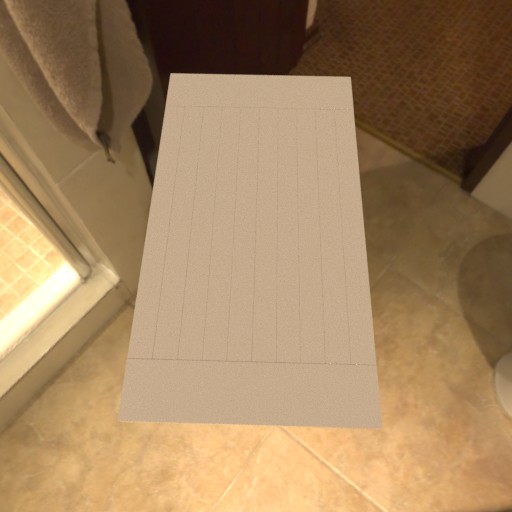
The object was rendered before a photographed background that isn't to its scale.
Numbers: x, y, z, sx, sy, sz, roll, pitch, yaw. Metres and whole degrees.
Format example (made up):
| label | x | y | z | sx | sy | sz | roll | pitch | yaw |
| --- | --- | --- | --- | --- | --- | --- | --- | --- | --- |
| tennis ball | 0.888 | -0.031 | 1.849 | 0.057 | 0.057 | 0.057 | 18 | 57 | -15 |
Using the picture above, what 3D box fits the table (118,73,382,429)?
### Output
| label | x | y | z | sx | sy | sz | roll | pitch | yaw |
| --- | --- | --- | --- | --- | --- | --- | --- | --- | --- |
| table | 0.000 | 0.000 | 1.429 | 0.600 | 0.495 | 1.062 | 1 | 64 | 1 |
